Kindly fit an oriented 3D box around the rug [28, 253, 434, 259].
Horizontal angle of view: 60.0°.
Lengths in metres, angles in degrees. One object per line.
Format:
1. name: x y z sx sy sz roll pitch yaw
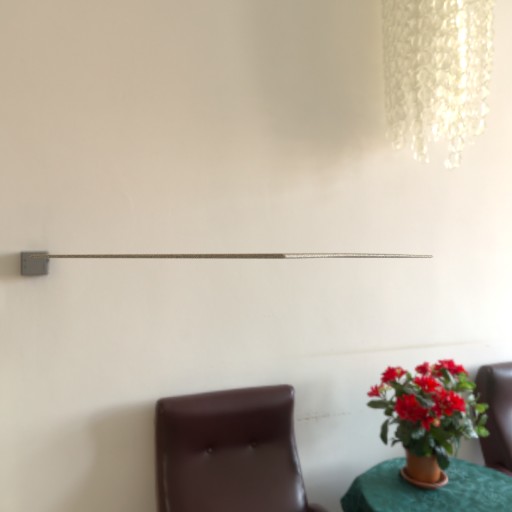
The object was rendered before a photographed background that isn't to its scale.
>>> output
1. rug: 0.000 0.000 4.155 2.472 0.035 3.017 0 0 35
